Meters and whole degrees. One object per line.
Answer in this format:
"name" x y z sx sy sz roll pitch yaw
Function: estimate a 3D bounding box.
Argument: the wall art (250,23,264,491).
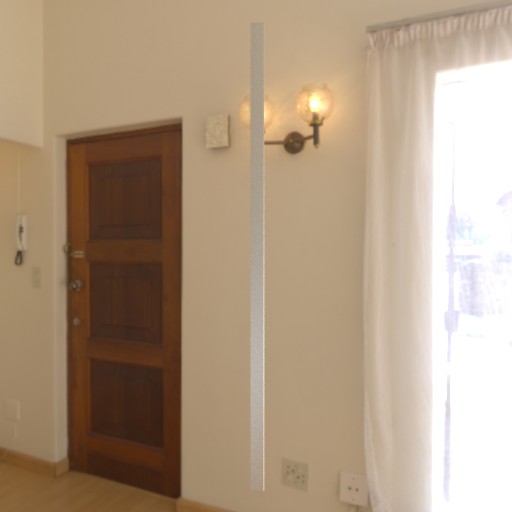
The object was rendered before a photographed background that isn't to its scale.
"wall art" 0.000 0.000 1.399 0.030 1.046 0.816 0 1 0
